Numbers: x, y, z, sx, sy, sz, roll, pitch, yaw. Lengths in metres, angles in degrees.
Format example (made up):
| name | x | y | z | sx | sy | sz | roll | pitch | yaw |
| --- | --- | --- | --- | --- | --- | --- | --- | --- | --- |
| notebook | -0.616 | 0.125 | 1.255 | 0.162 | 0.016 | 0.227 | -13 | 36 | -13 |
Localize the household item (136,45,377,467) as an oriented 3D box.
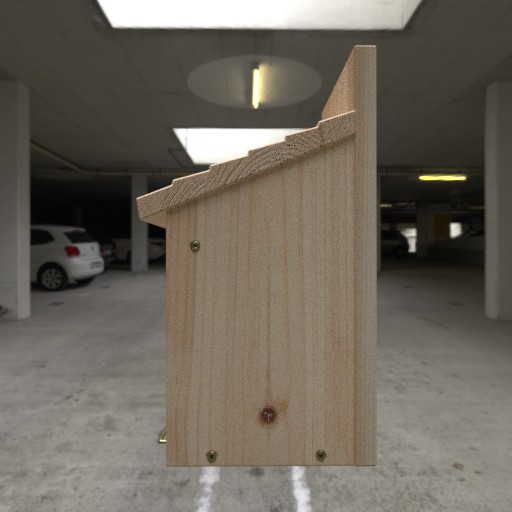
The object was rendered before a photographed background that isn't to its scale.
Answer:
| name | x | y | z | sx | sy | sz | roll | pitch | yaw |
| --- | --- | --- | --- | --- | --- | --- | --- | --- | --- |
| household item | 0.000 | 0.000 | 0.387 | 0.171 | 0.300 | 0.149 | 0 | 0 | -1 |
